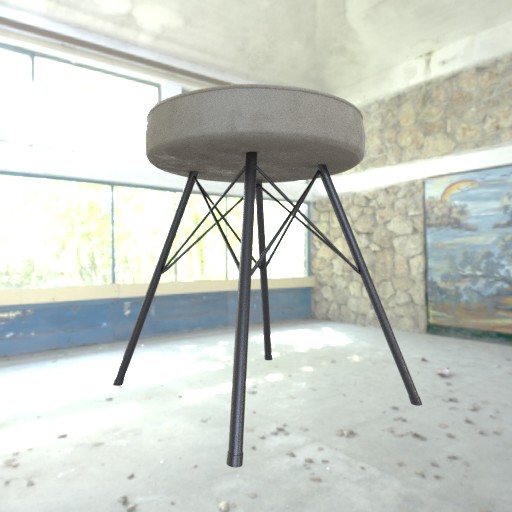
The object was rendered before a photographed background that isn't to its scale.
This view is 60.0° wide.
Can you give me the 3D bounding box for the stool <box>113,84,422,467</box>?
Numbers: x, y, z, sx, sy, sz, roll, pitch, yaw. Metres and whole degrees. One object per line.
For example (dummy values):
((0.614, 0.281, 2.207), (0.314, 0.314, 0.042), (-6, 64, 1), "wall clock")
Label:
((0.000, 0.000, 0.862), (0.423, 0.538, 0.457), (0, 0, -36), "stool")
